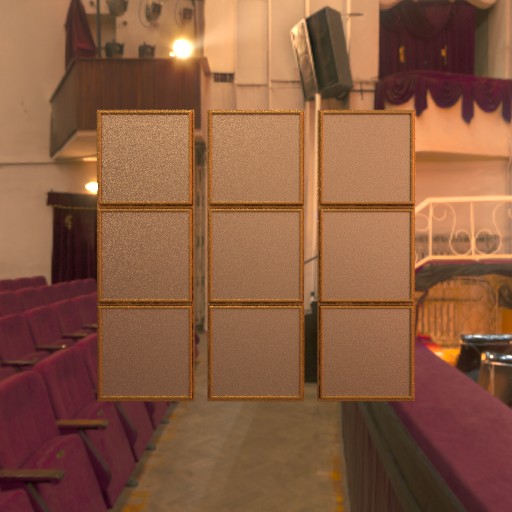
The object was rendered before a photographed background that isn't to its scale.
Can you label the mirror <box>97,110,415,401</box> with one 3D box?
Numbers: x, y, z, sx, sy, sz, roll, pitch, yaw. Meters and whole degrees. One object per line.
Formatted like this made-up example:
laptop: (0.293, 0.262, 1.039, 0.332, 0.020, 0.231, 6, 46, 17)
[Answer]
mirror: (0.000, 0.000, 1.411, 1.011, 0.926, 0.023, 0, 0, 0)
